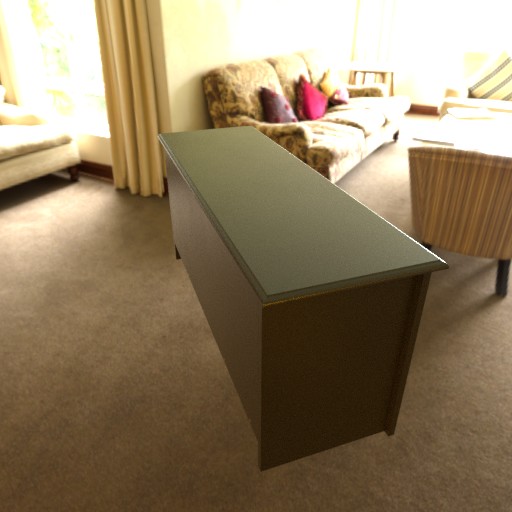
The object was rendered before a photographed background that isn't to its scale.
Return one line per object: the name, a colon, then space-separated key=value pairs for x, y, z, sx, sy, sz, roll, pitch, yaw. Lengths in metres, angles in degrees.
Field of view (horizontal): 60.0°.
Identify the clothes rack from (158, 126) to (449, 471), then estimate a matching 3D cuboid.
clothes rack: x=0.000 y=0.000 z=1.478 sx=0.406 sy=0.556 sz=1.219 roll=-10 pitch=31 yaw=-17
